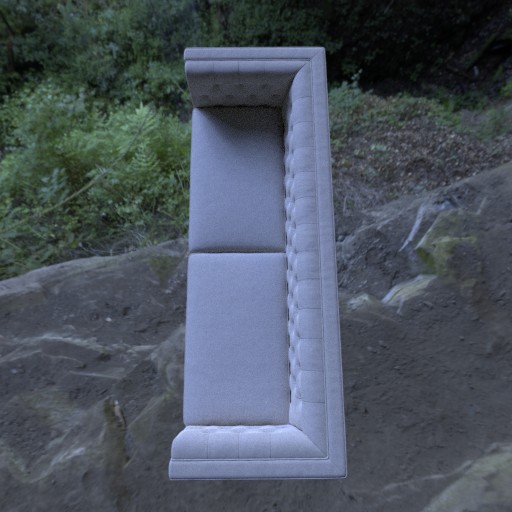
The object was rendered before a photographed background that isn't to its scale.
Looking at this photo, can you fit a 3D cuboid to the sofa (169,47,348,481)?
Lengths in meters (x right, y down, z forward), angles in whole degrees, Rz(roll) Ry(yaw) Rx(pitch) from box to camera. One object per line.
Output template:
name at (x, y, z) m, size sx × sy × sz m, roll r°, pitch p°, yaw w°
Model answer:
sofa at (0.000, 0.000, 2.516) m, size 0.775 × 0.762 × 2.159 m, roll 0°, pitch 76°, yaw 0°
